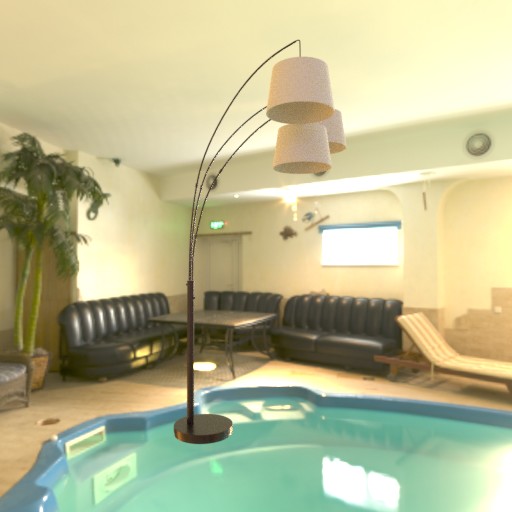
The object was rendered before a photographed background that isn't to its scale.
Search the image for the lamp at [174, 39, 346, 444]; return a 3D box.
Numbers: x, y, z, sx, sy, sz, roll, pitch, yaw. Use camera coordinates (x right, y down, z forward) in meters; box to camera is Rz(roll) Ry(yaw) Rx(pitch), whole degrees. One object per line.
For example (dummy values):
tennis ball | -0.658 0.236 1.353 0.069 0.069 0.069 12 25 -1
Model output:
lamp | 0.000 0.000 2.390 0.924 1.950 0.951 0 -1 17
